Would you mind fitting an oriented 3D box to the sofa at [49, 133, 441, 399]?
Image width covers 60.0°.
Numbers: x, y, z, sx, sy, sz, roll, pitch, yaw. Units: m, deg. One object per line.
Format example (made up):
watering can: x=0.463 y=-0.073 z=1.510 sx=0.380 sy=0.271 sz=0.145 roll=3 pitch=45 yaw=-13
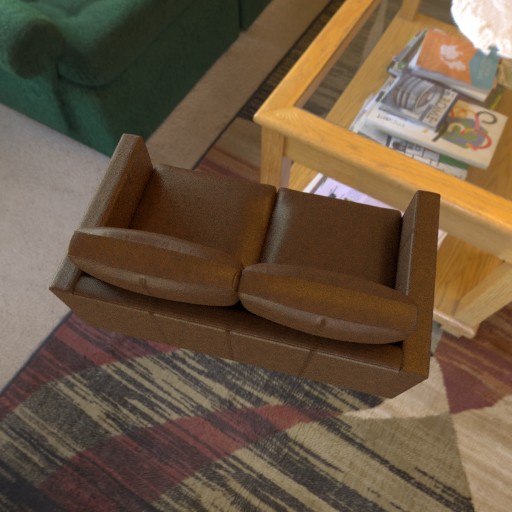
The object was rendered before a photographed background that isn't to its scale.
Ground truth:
sofa: x=0.000 y=0.000 z=2.152 sx=1.578 sy=0.951 sz=0.909 roll=12 pitch=64 yaw=6
